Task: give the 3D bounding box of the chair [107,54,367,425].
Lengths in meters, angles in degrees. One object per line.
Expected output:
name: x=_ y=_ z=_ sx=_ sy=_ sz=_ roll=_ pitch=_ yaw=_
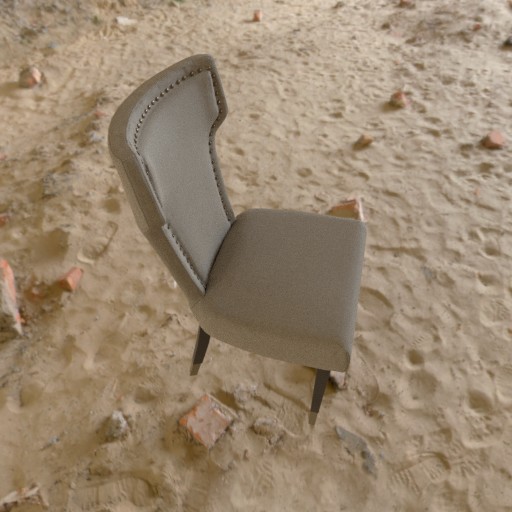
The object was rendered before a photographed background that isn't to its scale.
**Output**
chair: x=0.000 y=0.000 z=1.310 sx=0.630 sy=0.955 sz=0.526 roll=11 pitch=49 yaw=10
